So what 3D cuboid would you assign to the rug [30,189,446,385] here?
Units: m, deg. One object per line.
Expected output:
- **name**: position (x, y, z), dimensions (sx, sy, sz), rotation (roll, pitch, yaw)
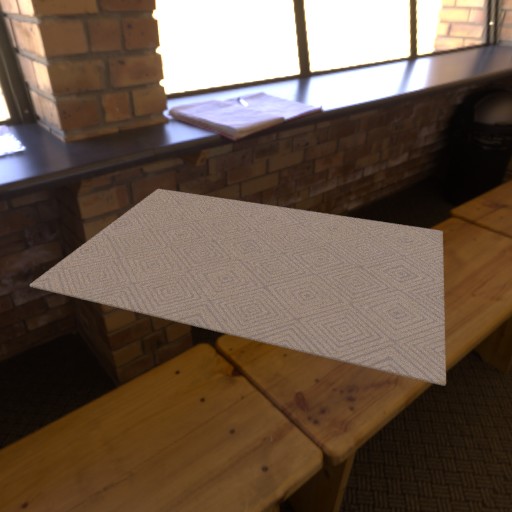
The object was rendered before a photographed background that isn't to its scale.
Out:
- **rug**: position (0.000, 0.000, 2.198), dimensions (1.753, 0.008, 1.143), rotation (10, 33, 16)
